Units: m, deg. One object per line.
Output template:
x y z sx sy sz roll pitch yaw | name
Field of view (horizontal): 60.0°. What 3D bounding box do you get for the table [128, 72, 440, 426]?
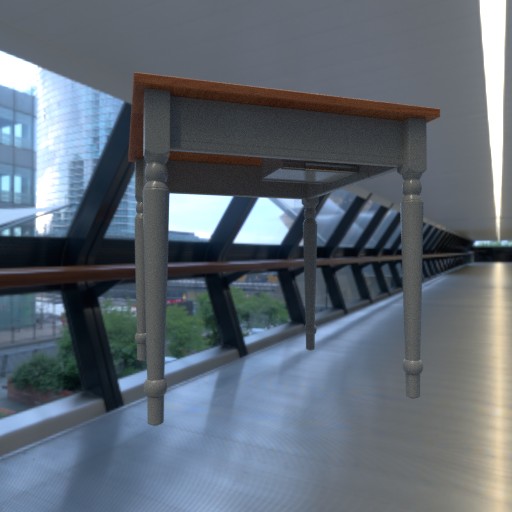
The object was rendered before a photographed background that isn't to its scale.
0.000 0.000 1.364 0.747 0.738 0.747 0 -1 -17 | table
